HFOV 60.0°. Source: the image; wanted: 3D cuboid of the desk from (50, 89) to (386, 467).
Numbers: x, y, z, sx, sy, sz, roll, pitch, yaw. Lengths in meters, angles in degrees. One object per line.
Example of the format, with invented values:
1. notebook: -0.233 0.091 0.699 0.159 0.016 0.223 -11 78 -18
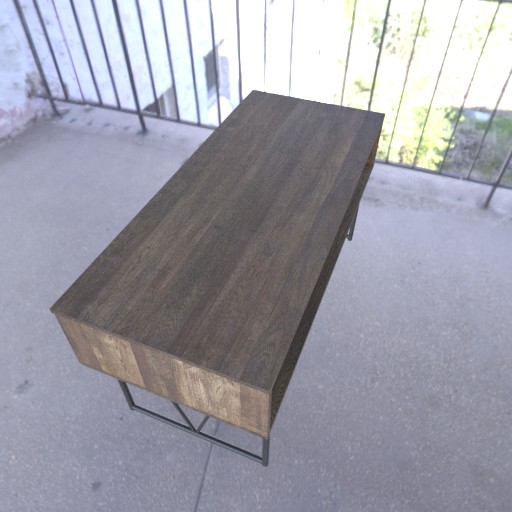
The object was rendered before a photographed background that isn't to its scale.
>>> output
1. desk: 0.000 0.000 2.041 0.730 0.780 1.600 16 47 15
